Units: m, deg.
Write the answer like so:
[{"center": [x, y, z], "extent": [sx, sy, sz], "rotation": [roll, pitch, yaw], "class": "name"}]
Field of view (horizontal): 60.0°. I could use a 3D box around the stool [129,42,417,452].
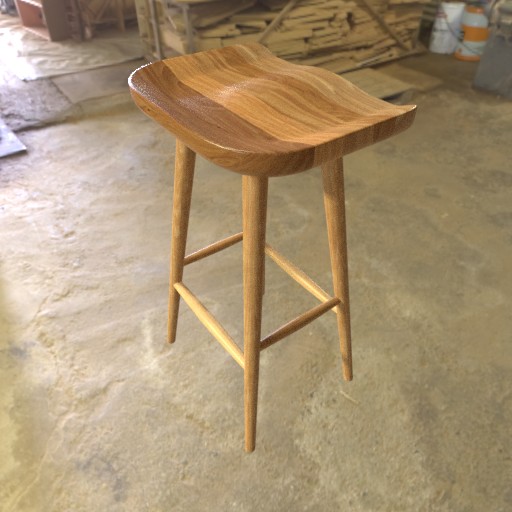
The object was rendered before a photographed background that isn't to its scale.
[{"center": [0.000, 0.000, 0.918], "extent": [0.322, 0.698, 0.407], "rotation": [-26, 47, -27], "class": "stool"}]
